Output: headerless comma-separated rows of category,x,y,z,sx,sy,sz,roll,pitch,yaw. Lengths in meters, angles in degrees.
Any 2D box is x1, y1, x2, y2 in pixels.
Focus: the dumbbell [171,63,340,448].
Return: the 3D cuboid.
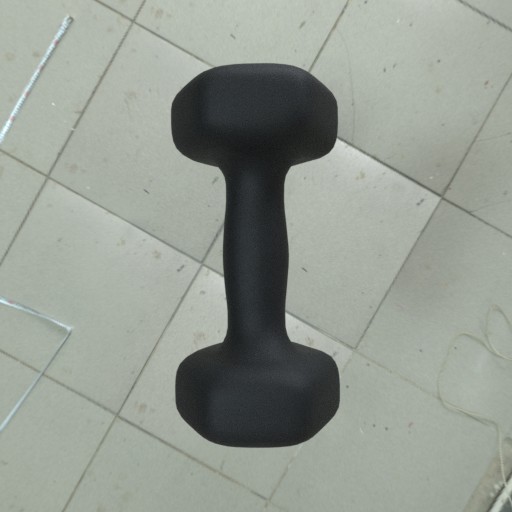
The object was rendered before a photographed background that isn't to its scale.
dumbbell,0.000,0.000,0.295,0.112,0.101,0.231,0,91,0
